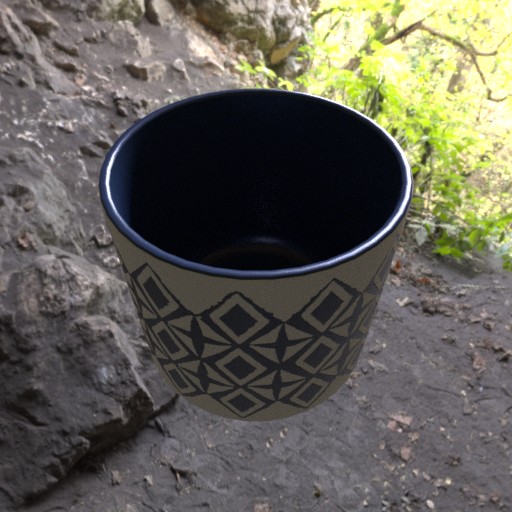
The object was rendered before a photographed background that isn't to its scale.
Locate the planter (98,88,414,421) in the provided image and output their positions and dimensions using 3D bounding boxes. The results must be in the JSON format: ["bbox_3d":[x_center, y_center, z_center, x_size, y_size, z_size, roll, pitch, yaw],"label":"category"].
[{"bbox_3d":[0.000,0.000,0.320,0.182,0.165,0.182,0,47,0],"label":"planter"}]
